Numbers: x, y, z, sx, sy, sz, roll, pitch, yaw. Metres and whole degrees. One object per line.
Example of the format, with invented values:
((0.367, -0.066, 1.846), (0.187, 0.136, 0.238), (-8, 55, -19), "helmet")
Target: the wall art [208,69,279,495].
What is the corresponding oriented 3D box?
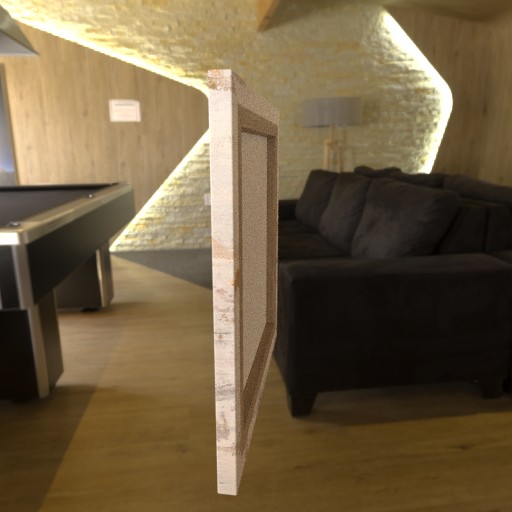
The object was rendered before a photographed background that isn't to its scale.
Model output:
((0.000, 0.000, 1.117), (0.038, 0.755, 0.753), (2, 14, 8), "wall art")
